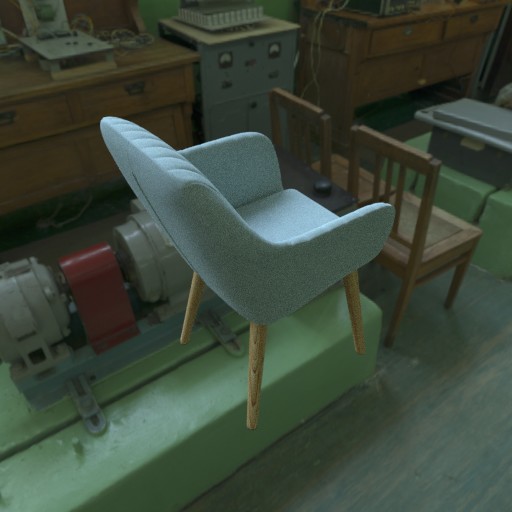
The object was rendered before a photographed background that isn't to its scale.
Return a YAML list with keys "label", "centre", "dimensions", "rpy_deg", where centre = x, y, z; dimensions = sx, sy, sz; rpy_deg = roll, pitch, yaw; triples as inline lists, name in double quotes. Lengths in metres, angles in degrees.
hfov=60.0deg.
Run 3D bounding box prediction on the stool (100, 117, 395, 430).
- label: "stool"
  centre: [0.000, 0.000, 1.196]
  dimensions: [0.590, 0.830, 0.503]
  rpy_deg: [-26, 46, -28]
